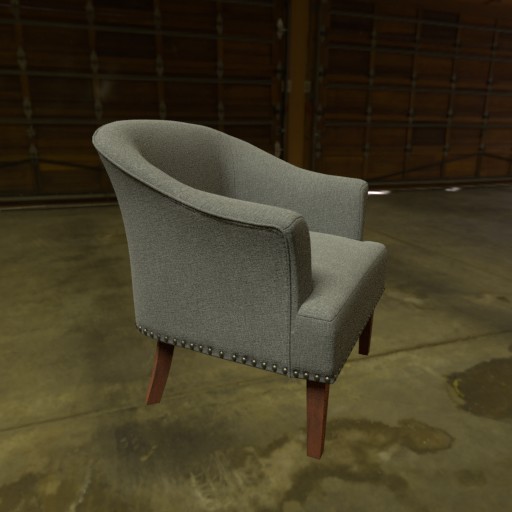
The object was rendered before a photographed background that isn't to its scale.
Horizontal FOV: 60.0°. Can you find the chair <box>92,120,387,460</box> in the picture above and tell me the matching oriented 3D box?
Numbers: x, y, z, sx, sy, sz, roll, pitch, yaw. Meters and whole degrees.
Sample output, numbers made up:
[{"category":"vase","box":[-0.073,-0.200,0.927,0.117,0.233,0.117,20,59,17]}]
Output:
[{"category":"chair","box":[0.000,0.000,1.379,0.704,0.815,0.798,7,17,24]}]
